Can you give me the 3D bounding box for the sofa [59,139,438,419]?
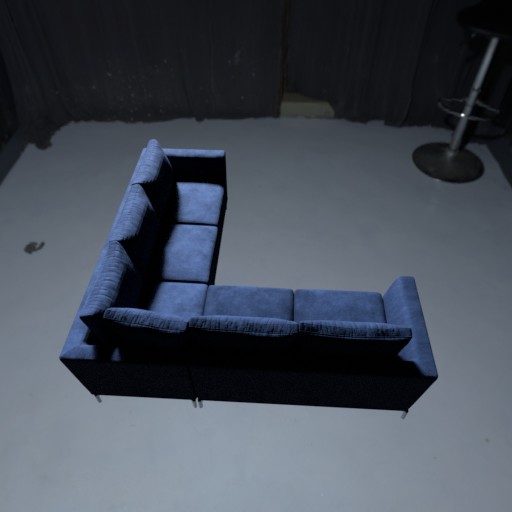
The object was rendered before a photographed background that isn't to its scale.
[{"bbox_3d":[0.000,0.000,3.882,2.472,0.988,2.463,2,47,2],"label":"sofa"}]
